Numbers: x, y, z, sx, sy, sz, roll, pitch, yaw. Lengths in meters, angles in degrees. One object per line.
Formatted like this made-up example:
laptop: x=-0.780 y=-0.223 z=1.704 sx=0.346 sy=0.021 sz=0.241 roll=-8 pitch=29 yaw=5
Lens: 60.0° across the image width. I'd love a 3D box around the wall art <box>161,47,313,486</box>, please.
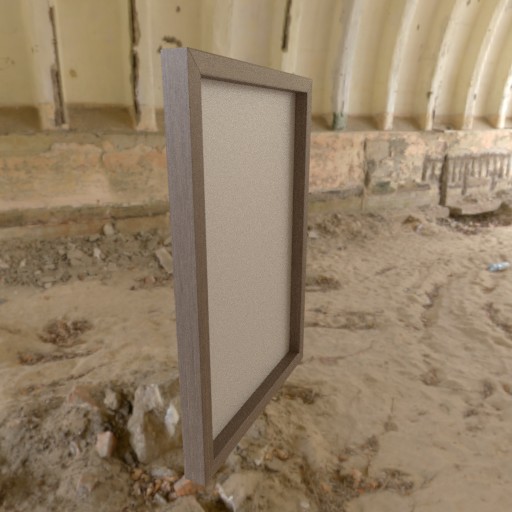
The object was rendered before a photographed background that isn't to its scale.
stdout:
wall art: x=0.000 y=0.000 z=0.649 sx=0.032 sy=0.510 sz=0.358 roll=8 pitch=19 yaw=25
